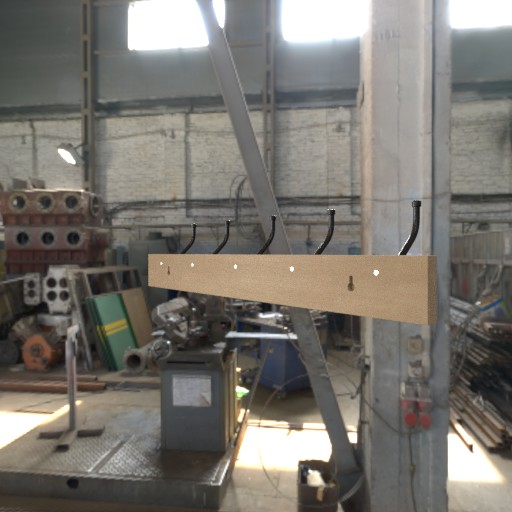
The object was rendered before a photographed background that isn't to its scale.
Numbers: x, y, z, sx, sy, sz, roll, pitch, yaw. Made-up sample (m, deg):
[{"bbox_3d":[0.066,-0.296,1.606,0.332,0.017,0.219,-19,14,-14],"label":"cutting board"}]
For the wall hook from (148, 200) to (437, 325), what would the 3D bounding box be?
[{"bbox_3d":[0.000,0.000,0.625,0.071,0.117,0.571,0,0,-37],"label":"wall hook"}]
